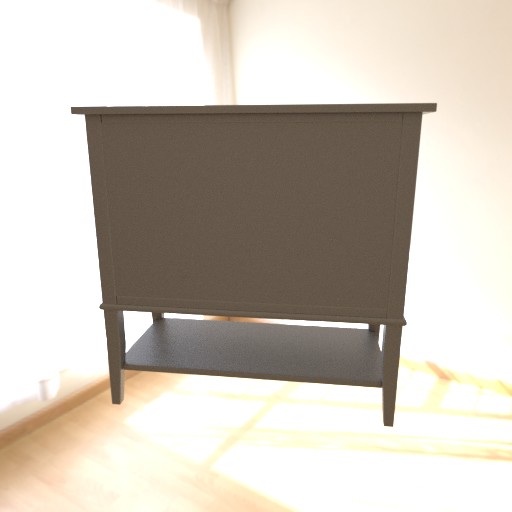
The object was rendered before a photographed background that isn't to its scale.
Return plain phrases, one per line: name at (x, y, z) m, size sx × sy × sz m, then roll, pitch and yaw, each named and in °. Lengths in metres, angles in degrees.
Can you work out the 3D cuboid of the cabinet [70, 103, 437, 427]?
cabinet at (0.000, 0.000, 1.246) m, size 0.801 × 0.780 × 0.396 m, roll 2°, pitch 15°, yaw 7°
